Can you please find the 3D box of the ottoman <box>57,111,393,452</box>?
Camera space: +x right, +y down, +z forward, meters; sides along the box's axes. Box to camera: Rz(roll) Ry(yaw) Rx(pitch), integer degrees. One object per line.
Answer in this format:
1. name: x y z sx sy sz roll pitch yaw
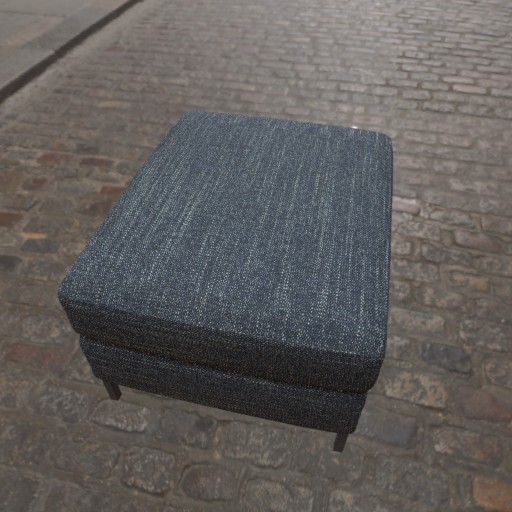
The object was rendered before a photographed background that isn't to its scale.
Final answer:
1. ottoman: 0.000 0.000 1.231 0.667 0.491 0.814 9 46 9
